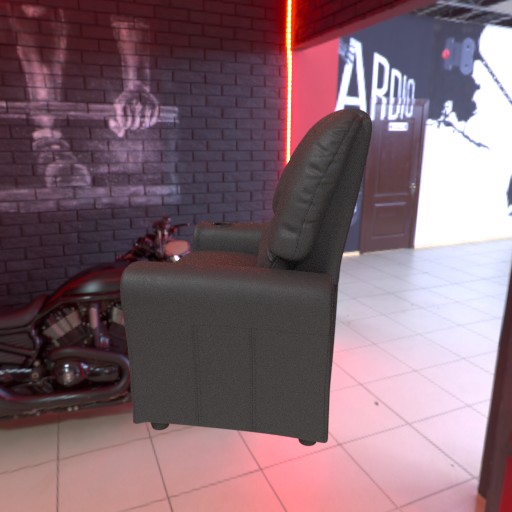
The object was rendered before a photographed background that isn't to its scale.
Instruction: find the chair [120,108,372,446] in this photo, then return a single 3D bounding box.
[{"bbox_3d":[0.000,0.000,1.145,0.521,0.709,0.610,2,15,9],"label":"chair"}]
